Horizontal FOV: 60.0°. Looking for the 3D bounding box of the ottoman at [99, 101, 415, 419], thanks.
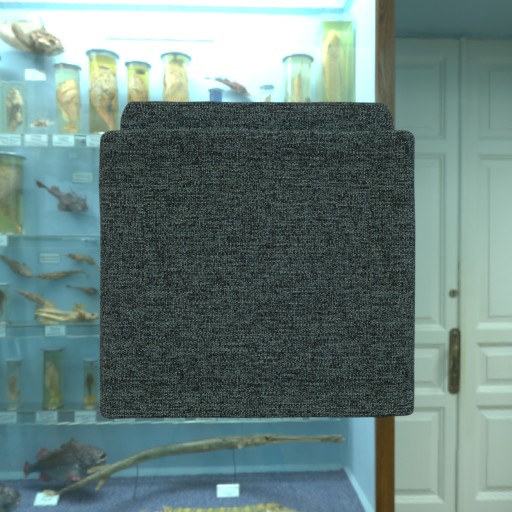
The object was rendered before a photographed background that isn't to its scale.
[{"bbox_3d":[0.000,0.000,0.829,0.450,0.463,0.450,0,0,-1],"label":"ottoman"}]
